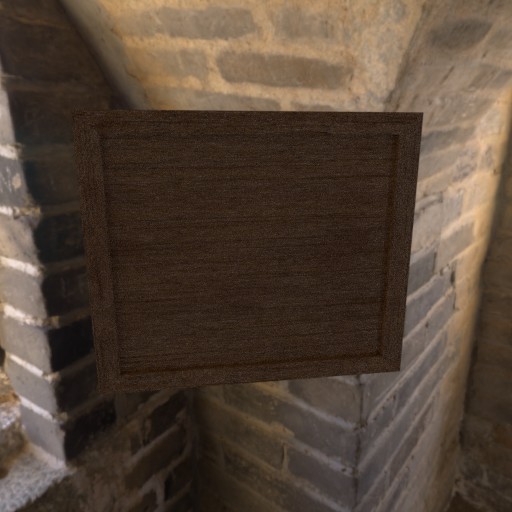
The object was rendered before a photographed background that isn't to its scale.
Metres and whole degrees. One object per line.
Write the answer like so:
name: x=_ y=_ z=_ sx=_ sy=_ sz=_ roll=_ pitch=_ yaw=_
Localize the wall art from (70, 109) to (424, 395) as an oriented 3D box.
wall art: x=0.000 y=0.000 z=0.946 sx=0.690 sy=0.588 sz=0.026 roll=-2 pitch=15 yaw=-8
